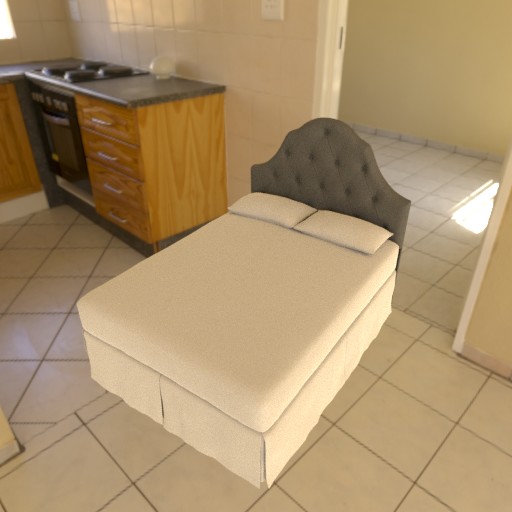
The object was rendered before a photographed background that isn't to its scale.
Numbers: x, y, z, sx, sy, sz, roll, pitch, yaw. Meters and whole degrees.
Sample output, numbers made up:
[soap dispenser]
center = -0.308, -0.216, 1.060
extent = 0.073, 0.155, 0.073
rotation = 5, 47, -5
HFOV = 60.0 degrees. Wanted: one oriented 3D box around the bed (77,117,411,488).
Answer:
[bed]
center = 0.000, 0.000, 3.263
extent = 1.636, 1.575, 2.155
rotation = 20, 36, 29
